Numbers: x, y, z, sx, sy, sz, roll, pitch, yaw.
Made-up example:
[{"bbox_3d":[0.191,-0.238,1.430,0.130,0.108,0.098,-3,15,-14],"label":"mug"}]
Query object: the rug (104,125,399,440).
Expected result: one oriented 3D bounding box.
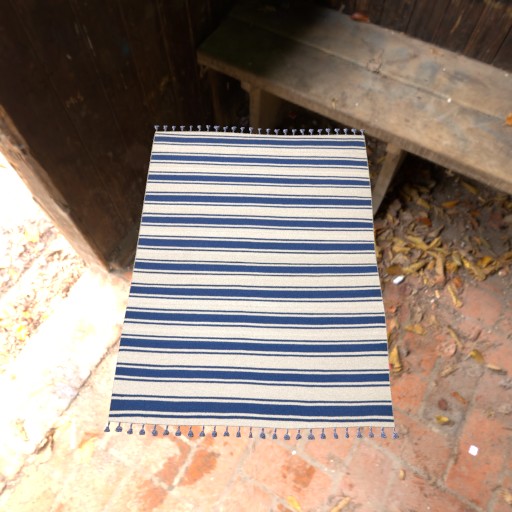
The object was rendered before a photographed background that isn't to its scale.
[{"bbox_3d":[0.000,0.000,4.459,2.471,0.016,3.416,1,63,1],"label":"rug"}]
